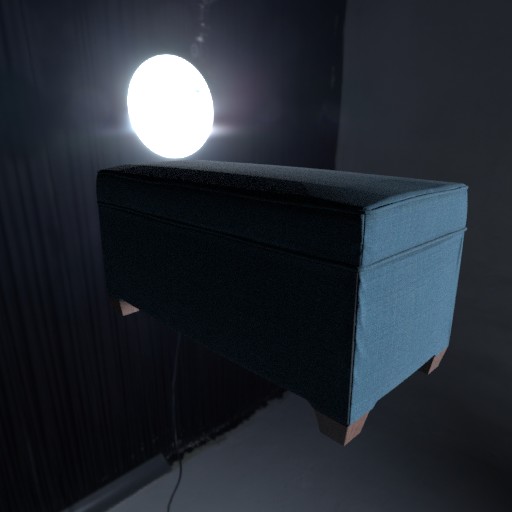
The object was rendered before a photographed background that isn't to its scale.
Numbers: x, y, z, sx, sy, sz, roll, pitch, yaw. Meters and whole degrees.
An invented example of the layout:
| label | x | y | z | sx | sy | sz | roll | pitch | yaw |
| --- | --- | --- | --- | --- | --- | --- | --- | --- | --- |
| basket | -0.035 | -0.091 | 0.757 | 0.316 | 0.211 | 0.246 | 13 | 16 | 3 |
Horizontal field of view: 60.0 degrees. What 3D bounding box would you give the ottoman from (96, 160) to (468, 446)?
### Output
| label | x | y | z | sx | sy | sz | roll | pitch | yaw |
| --- | --- | --- | --- | --- | --- | --- | --- | --- | --- |
| ottoman | 0.000 | 0.000 | 1.207 | 0.474 | 0.474 | 0.943 | -16 | 23 | -42 |
